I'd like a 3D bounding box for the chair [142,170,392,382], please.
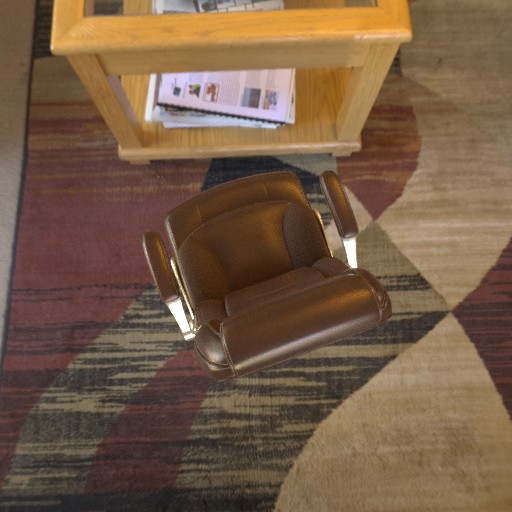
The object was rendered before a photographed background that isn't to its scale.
[{"bbox_3d":[0.000,0.000,1.654,0.733,1.160,0.774,-19,77,-5],"label":"chair"}]
